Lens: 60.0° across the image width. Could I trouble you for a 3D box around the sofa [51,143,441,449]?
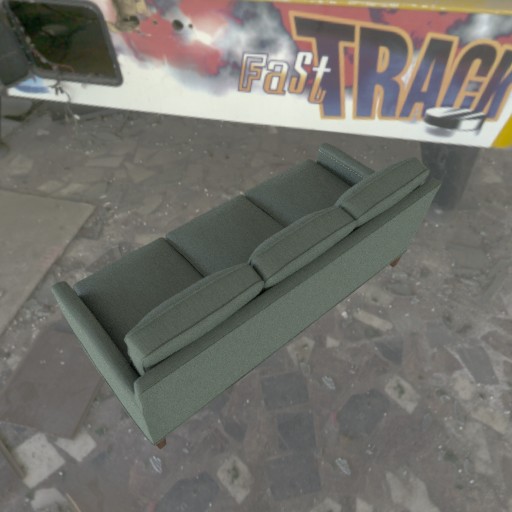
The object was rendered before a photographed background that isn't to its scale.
[{"bbox_3d":[0.000,0.000,2.820,2.246,1.003,1.084,-32,55,-26],"label":"sofa"}]
